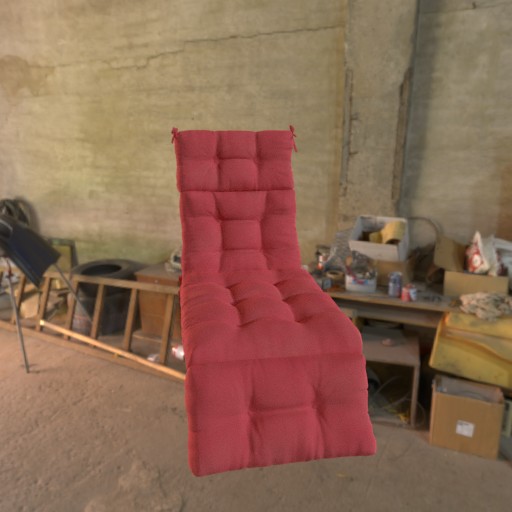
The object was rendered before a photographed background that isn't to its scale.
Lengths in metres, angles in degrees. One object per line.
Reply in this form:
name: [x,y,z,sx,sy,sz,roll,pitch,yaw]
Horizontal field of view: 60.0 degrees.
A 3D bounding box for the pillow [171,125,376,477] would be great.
pillow: [0.000,0.000,1.474,0.526,0.863,1.016,-3,15,-10]
